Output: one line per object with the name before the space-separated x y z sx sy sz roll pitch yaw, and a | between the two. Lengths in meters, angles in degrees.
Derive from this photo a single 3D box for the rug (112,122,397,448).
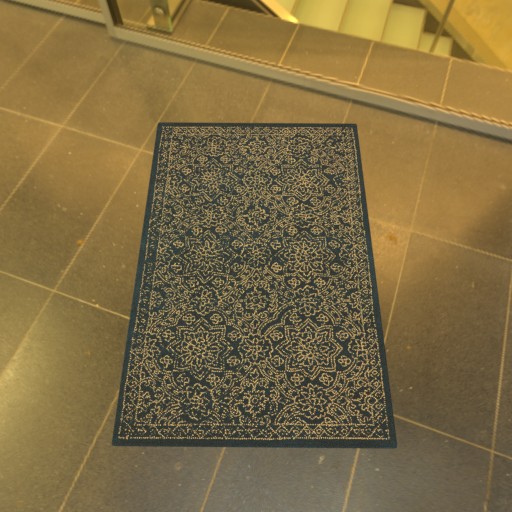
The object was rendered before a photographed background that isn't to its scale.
rug | 0.000 0.000 2.302 1.219 0.010 1.829 0 63 0
